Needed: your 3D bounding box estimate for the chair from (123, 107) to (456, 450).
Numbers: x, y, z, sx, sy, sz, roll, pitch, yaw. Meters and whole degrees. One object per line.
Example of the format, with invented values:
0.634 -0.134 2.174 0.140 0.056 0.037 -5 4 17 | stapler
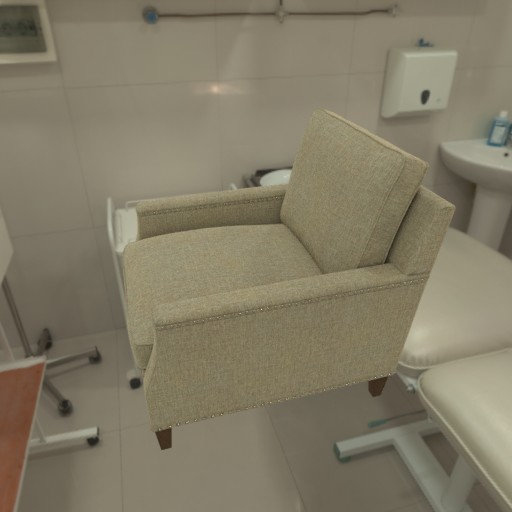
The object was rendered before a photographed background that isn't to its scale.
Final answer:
0.000 0.000 1.718 1.014 0.943 0.853 -9 32 -14 | chair
